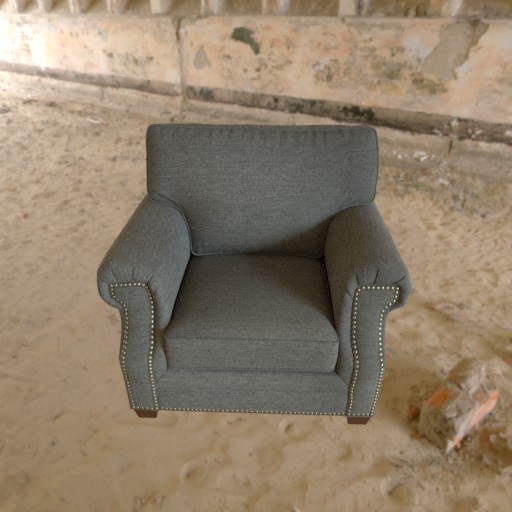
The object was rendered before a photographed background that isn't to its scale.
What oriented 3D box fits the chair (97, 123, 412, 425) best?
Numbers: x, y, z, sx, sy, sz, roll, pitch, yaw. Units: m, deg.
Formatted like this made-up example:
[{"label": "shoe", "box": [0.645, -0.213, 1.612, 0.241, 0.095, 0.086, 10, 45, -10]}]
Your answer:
[{"label": "chair", "box": [0.000, 0.000, 1.853, 1.092, 0.961, 0.965, 1, 30, 2]}]
